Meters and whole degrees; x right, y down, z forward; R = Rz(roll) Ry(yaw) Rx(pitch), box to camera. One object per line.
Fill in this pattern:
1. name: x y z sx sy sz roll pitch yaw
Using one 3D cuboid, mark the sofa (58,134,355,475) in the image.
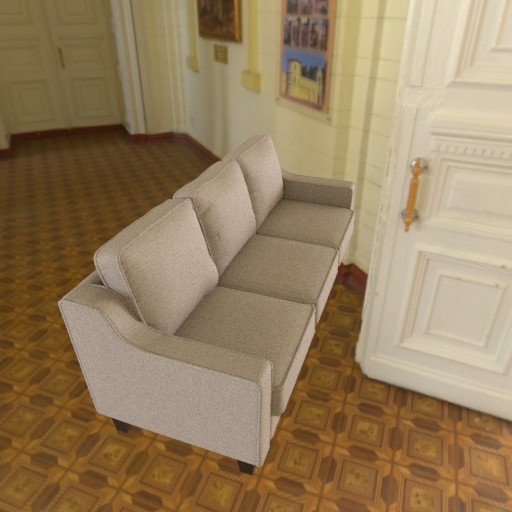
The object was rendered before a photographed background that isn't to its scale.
1. sofa: 0.000 0.000 2.619 0.899 0.950 2.129 10 32 17
